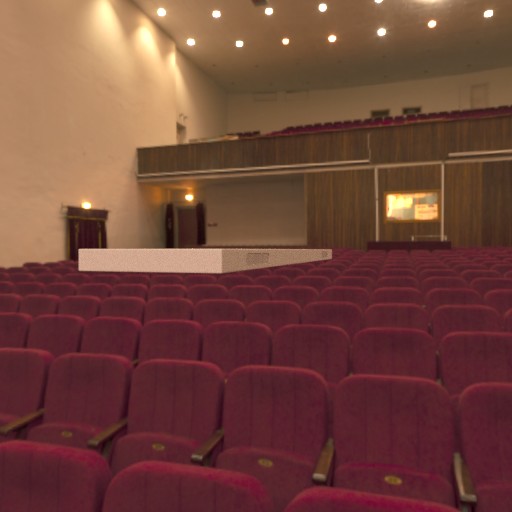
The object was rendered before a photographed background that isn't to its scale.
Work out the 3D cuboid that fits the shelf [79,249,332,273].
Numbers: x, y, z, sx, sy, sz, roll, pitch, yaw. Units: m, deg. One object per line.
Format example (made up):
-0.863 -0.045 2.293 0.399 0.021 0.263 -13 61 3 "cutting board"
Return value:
0.000 0.000 0.669 0.140 0.020 0.610 0 1 18 "shelf"
